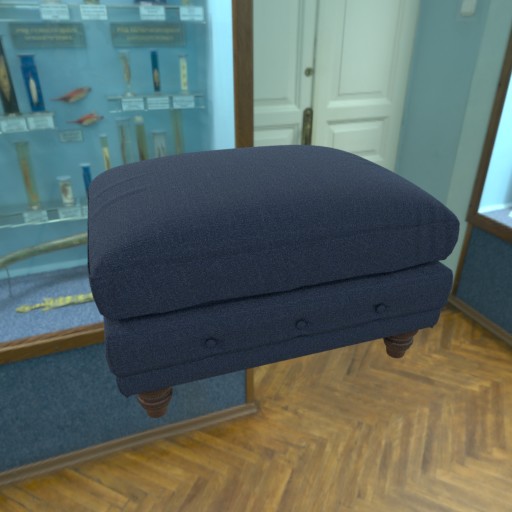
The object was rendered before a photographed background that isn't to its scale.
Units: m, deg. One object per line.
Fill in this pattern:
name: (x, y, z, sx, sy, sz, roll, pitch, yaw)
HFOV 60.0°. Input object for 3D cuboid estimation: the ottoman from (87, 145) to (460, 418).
ottoman: (0.000, 0.000, 1.127, 0.767, 0.486, 0.558, -9, 29, -16)
